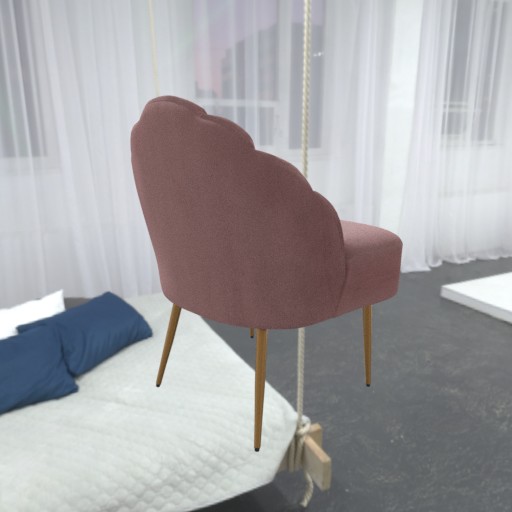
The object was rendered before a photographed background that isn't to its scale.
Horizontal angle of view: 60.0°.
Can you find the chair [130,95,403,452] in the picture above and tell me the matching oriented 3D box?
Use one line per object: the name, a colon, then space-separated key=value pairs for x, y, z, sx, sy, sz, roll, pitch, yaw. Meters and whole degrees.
chair: x=0.000 y=0.000 z=1.257 sx=0.657 sy=0.819 sz=0.599 roll=13 pitch=20 yaw=42
